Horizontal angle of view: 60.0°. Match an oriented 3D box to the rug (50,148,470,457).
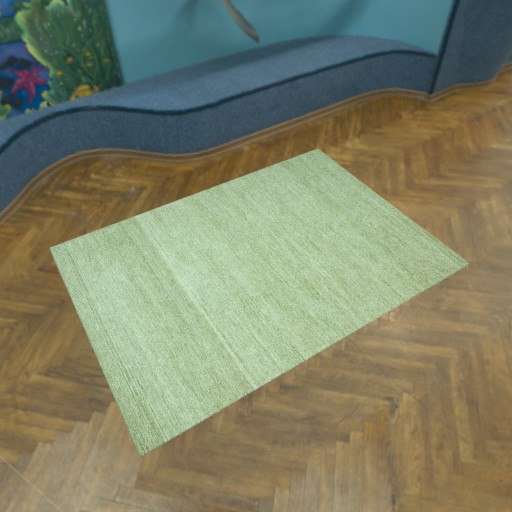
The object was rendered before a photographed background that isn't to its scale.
[{"bbox_3d":[0.000,0.000,2.926,2.270,0.017,1.606,-24,51,-22],"label":"rug"}]
